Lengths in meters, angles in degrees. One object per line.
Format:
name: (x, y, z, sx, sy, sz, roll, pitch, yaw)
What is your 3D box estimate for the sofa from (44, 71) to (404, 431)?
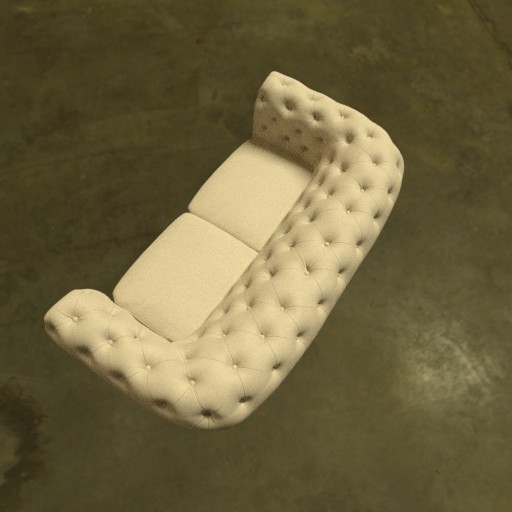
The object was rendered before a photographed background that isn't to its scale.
sofa: (0.000, 0.000, 2.526, 1.069, 0.835, 1.988, 31, 67, 15)
